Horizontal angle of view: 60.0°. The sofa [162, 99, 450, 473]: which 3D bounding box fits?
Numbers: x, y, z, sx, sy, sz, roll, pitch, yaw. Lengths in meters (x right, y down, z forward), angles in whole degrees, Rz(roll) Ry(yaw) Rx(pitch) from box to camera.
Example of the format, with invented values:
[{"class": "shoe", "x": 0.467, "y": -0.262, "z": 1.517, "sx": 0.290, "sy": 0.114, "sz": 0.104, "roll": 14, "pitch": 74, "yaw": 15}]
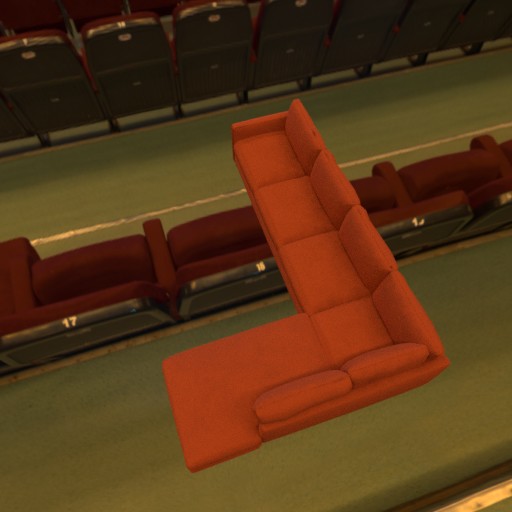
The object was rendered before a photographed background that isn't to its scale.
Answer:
[{"class": "sofa", "x": 0.000, "y": 0.000, "z": 3.632, "sx": 1.879, "sy": 0.757, "sz": 2.736, "roll": -16, "pitch": 60, "yaw": -10}]
